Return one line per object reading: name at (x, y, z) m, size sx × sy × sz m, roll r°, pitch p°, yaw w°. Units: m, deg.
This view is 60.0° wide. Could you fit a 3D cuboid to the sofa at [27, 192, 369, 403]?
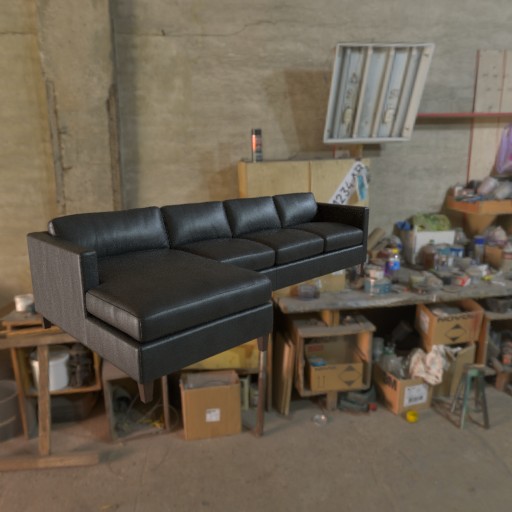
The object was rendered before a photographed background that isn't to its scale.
sofa at (0.000, 0.000, 3.866) m, size 3.203 × 0.883 × 1.581 m, roll -13°, pitch 18°, yaw -43°
